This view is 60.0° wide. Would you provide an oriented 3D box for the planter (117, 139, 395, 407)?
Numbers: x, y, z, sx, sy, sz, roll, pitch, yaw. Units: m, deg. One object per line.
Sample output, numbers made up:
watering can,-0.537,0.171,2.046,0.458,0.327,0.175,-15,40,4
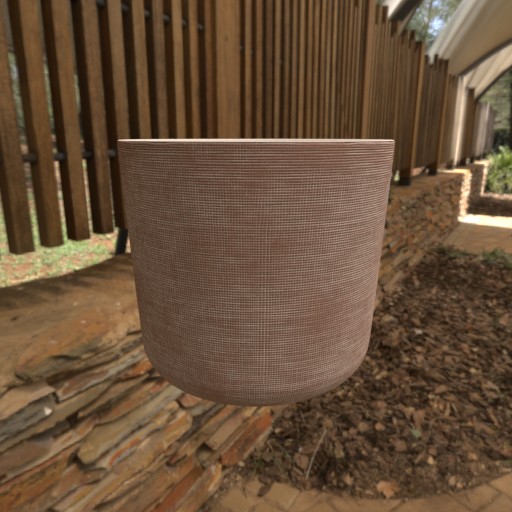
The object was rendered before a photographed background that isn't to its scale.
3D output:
planter,0.000,0.000,0.785,0.440,0.398,0.440,0,15,0
